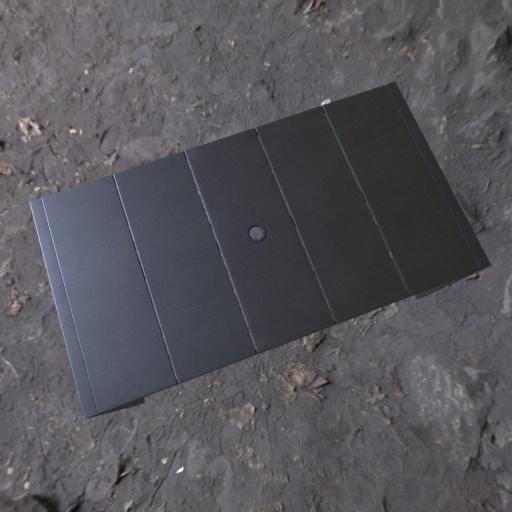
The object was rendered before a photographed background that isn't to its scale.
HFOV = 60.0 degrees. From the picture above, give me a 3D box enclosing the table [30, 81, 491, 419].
[{"bbox_3d":[0.000,0.000,2.166,1.680,0.735,0.914,-20,76,-5],"label":"table"}]
